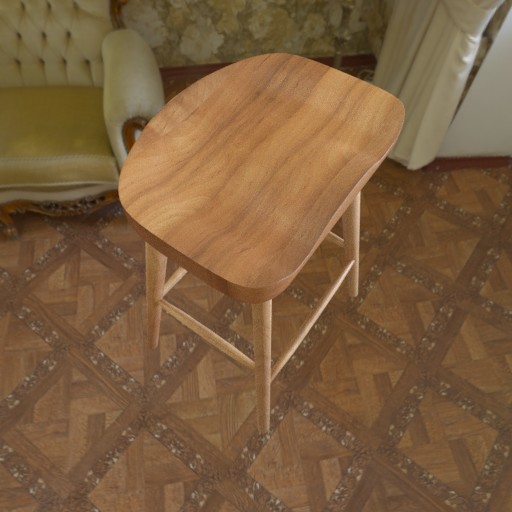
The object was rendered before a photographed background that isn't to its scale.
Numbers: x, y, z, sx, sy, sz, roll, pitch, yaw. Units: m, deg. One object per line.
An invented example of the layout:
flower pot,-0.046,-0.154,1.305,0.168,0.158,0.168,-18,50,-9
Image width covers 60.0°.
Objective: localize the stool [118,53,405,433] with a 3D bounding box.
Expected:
stool,0.000,0.000,0.875,0.361,0.615,0.440,31,64,18
